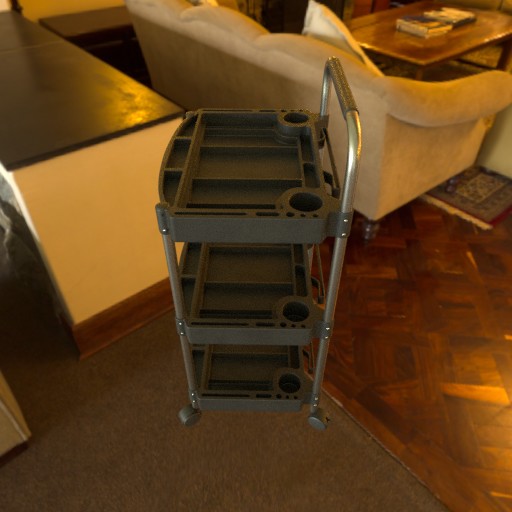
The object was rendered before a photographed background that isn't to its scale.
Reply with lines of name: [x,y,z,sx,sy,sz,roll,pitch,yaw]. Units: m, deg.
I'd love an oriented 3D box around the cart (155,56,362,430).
cart: [0.000,0.000,1.366,0.518,1.075,0.584,1,41,1]
